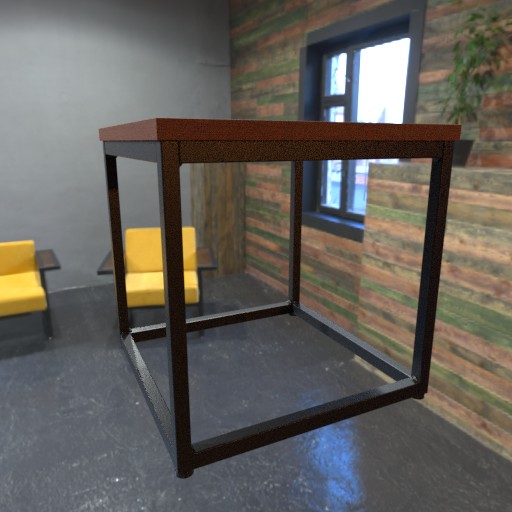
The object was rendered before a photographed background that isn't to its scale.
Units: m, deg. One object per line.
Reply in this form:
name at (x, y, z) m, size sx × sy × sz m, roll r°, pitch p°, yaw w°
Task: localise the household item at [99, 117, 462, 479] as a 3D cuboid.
household item at (0.000, 0.000, 0.715) m, size 0.400 × 0.400 × 0.400 m, roll -7°, pitch 16°, yaw -25°
